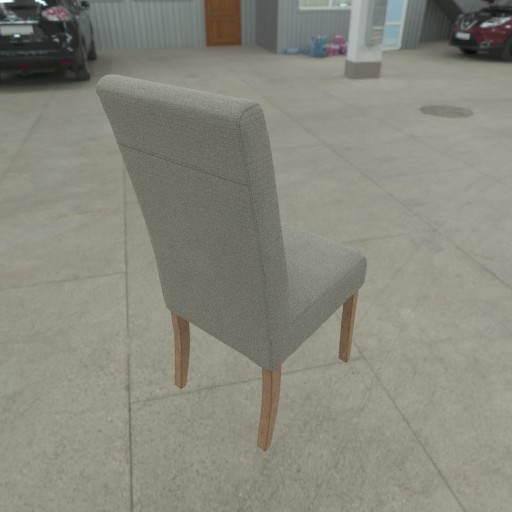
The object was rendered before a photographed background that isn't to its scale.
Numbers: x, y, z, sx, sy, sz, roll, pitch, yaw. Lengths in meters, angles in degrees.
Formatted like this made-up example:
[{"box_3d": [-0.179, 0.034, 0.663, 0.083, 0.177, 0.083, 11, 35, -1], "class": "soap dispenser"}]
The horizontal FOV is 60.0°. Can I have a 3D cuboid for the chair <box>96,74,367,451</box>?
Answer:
[{"box_3d": [0.000, 0.000, 1.312, 0.450, 1.033, 0.611, 24, 39, 33], "class": "chair"}]
